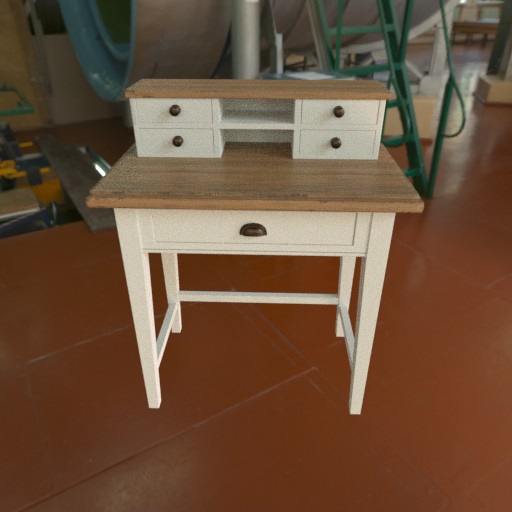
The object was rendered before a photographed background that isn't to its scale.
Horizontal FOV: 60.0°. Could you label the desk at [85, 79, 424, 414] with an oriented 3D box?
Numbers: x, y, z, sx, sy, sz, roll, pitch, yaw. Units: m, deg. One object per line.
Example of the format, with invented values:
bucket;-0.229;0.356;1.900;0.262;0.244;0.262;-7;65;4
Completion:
desk;0.000;0.000;1.405;0.814;0.981;0.462;1;31;2
